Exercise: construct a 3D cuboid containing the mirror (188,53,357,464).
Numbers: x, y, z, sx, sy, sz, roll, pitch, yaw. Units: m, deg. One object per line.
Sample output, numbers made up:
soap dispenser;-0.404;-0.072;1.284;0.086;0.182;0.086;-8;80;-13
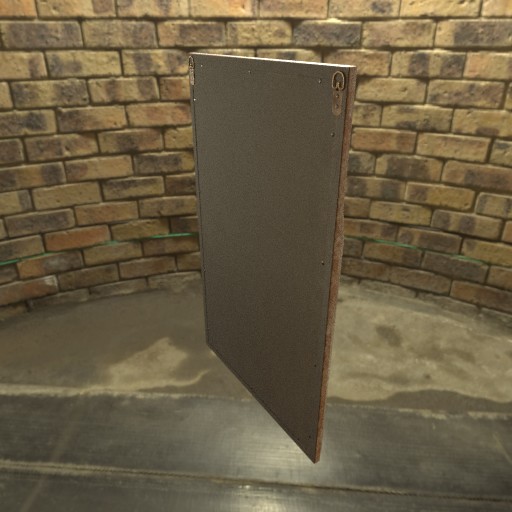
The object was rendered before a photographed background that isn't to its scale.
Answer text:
mirror;0.000;0.000;0.964;0.058;0.787;0.495;-17;31;-30
